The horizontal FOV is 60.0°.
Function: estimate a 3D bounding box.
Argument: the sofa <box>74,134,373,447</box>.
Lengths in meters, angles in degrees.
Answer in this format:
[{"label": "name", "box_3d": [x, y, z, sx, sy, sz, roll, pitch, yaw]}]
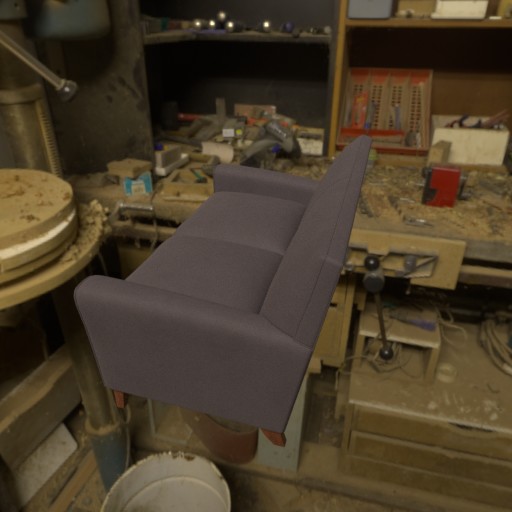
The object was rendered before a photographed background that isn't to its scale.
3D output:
[{"label": "sofa", "box_3d": [0.000, 0.000, 2.040, 0.871, 0.846, 1.420, 8, 31, 14]}]
